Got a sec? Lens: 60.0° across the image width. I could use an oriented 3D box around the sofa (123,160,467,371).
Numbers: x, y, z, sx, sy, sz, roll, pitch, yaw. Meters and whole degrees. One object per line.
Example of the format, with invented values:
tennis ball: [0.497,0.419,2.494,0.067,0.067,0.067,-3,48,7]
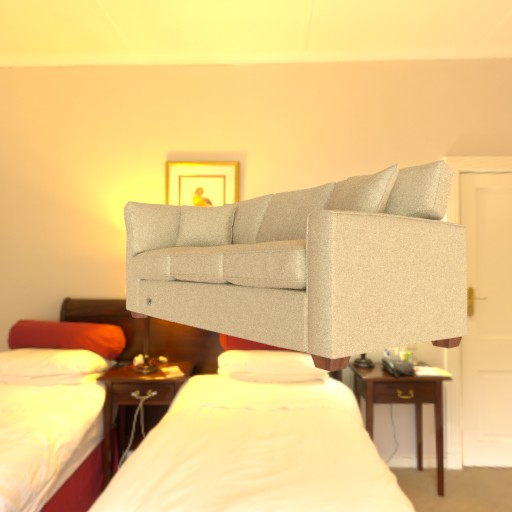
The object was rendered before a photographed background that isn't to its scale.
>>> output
sofa: [0.000,0.000,2.924,1.061,0.962,2.317,1,-1,-36]
